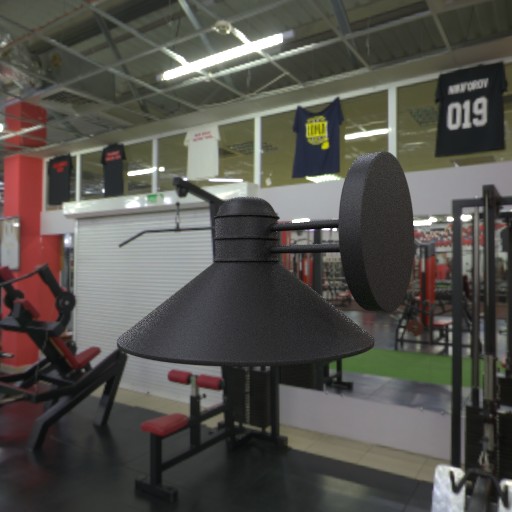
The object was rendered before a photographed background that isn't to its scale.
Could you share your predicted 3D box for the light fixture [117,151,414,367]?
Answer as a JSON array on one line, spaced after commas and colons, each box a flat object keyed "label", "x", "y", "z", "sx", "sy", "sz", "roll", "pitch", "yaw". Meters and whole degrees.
[{"label": "light fixture", "x": 0.000, "y": 0.000, "z": 0.703, "sx": 0.434, "sy": 0.265, "sz": 0.396, "roll": -1, "pitch": -1, "yaw": 35}]
